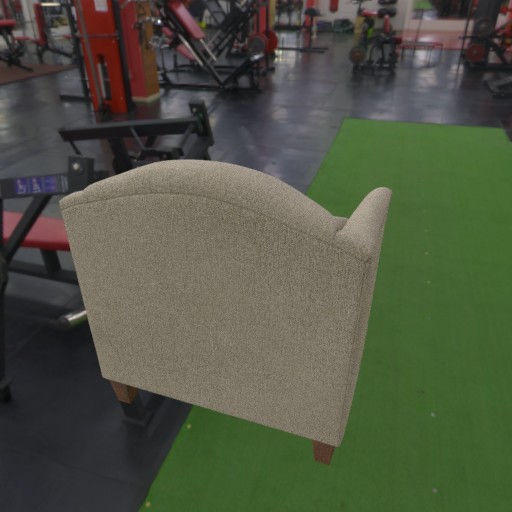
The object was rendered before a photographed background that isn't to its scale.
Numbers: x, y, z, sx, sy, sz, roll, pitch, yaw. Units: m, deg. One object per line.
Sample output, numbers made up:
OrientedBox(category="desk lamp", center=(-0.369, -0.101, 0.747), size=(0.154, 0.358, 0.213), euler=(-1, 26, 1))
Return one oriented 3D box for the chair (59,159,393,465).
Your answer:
OrientedBox(category="chair", center=(0.000, 0.000, 1.430), size=(0.763, 0.839, 0.787), euler=(10, 33, 16))
